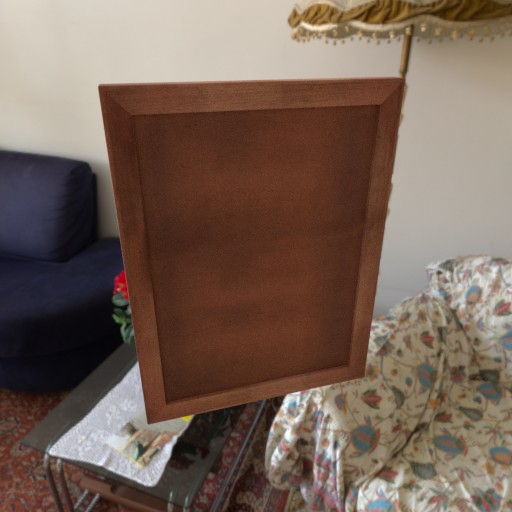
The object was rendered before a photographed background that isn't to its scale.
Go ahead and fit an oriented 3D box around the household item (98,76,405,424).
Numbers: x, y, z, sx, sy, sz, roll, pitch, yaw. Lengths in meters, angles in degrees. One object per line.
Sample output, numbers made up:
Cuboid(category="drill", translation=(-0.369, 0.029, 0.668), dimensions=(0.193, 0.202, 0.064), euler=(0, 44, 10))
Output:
Cuboid(category="household item", translation=(0.000, 0.000, 0.546), dimensions=(0.310, 0.407, 0.067), euler=(-7, 27, -15))
